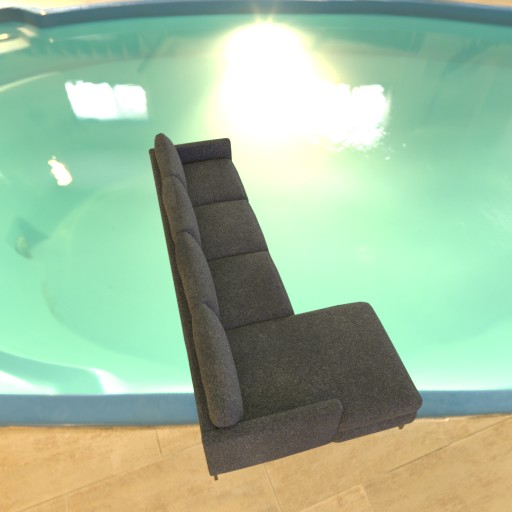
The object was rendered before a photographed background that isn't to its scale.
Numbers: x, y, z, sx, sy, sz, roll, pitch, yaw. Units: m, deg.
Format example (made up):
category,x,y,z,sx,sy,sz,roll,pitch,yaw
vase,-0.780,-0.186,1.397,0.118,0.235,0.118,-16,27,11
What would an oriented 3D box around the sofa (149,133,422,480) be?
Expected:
category,x,y,z,sx,sy,sz,roll,pitch,yaw
sofa,0.000,0.000,3.518,1.350,0.810,2.932,-11,48,-10
